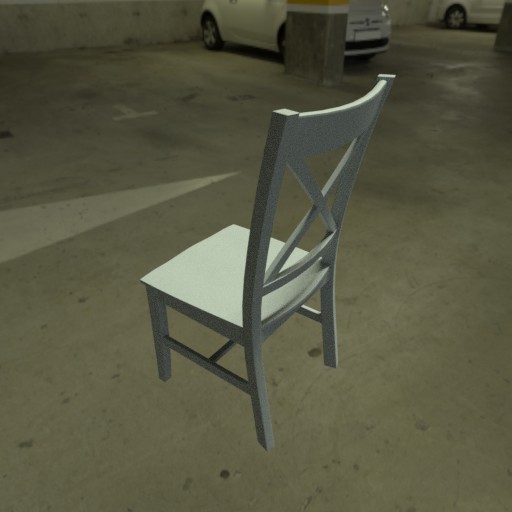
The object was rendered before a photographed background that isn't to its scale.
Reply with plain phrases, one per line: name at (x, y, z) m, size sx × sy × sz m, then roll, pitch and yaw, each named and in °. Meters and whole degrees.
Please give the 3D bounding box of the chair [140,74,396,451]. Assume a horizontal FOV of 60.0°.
chair at (0.000, 0.000, 1.304) m, size 0.542 × 0.983 × 0.485 m, roll 21°, pitch 37°, yaw 30°
